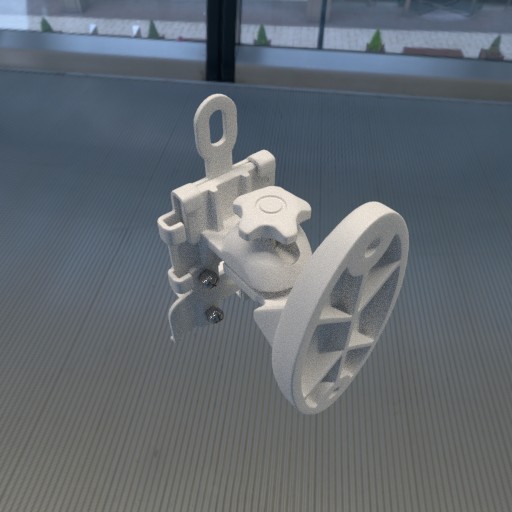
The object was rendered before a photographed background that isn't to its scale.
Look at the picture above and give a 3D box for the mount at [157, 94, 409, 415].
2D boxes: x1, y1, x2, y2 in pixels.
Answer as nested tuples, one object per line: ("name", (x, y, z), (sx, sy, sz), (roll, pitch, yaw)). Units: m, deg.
("mount", (0.000, 0.000, 0.178), (0.066, 0.118, 0.100), (-30, 53, -26))
